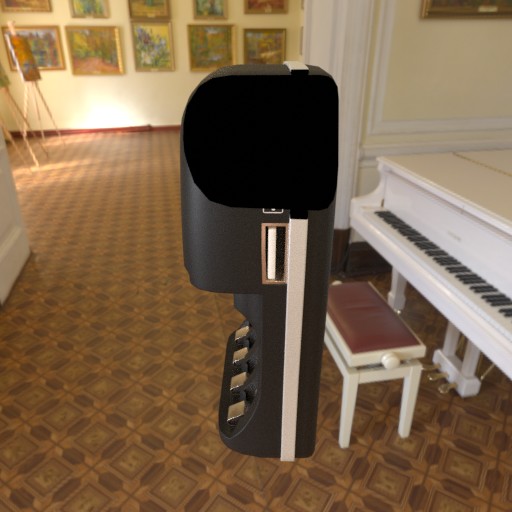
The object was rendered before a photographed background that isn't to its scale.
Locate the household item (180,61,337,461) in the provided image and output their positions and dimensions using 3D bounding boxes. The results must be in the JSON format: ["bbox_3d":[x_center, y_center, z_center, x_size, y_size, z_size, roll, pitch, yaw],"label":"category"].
[{"bbox_3d":[0.000,0.000,0.143,0.038,0.114,0.070,0,26,1],"label":"household item"}]
